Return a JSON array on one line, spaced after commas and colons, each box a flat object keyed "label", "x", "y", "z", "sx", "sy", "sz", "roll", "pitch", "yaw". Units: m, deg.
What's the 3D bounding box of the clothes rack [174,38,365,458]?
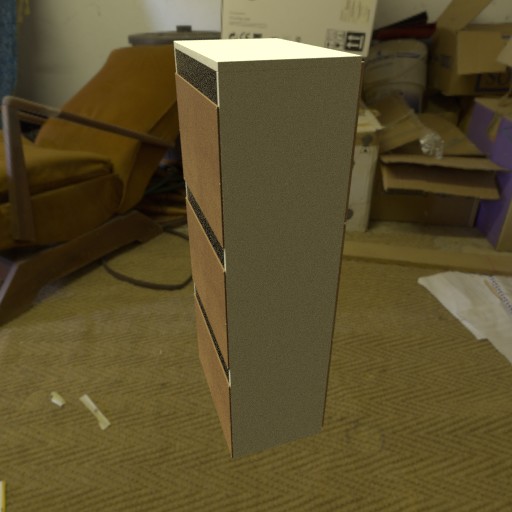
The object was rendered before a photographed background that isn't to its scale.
[{"label": "clothes rack", "x": 0.000, "y": 0.000, "z": 1.388, "sx": 0.331, "sy": 1.187, "sz": 0.500, "roll": -10, "pitch": 32, "yaw": -16}]
